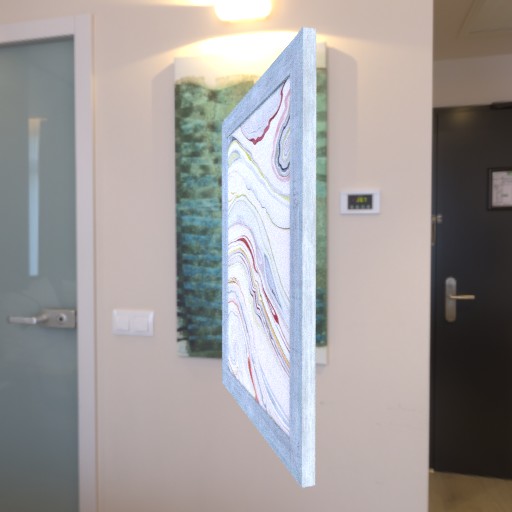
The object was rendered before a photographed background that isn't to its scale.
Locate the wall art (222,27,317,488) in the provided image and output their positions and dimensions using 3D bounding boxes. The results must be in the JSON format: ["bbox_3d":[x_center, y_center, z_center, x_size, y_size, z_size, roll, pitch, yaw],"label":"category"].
[{"bbox_3d":[0.000,0.000,0.822,0.020,0.613,0.481,0,1,-17],"label":"wall art"}]
